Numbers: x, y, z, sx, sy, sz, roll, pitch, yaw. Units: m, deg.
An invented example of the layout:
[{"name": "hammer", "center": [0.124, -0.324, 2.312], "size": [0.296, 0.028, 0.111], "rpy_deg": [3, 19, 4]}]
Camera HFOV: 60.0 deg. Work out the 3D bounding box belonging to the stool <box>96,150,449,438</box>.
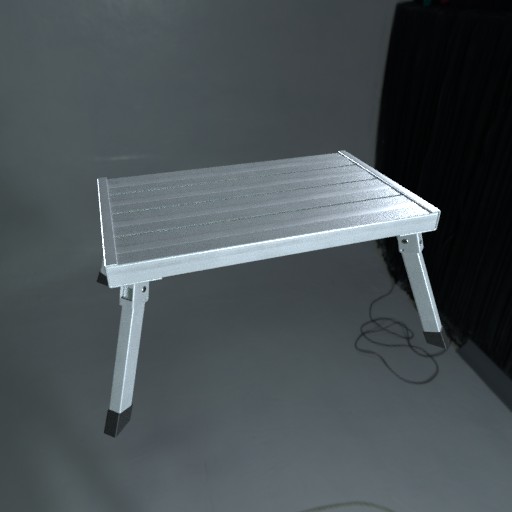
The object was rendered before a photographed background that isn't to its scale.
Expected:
[{"name": "stool", "center": [0.000, 0.000, 0.733], "size": [0.535, 0.225, 0.385], "rpy_deg": [-10, 33, -16]}]
